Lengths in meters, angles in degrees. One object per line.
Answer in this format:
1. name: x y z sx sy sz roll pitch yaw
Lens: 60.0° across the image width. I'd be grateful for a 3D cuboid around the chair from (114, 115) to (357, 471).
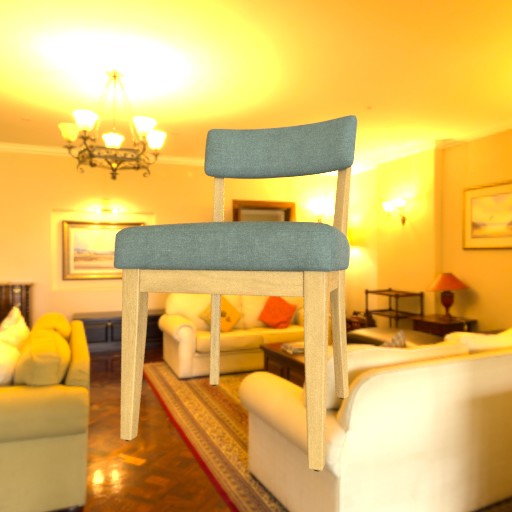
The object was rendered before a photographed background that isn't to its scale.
1. chair: 0.000 0.000 1.178 0.508 0.832 0.572 0 0 19
